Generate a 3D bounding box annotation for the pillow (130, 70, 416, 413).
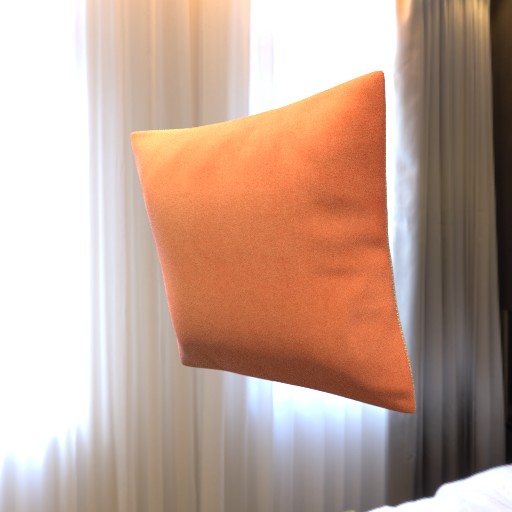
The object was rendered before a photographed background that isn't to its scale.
[{"bbox_3d":[0.000,0.000,0.643,0.424,0.401,0.177,0,1,37],"label":"pillow"}]
